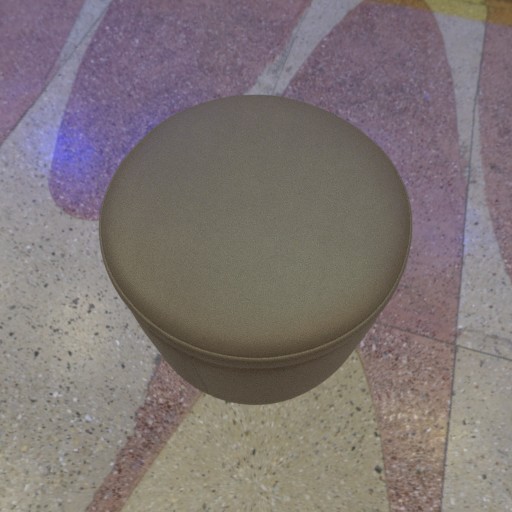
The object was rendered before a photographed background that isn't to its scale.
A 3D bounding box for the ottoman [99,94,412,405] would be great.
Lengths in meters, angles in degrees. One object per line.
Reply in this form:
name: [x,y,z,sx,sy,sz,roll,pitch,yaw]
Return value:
ottoman: [0.000,0.000,0.856,0.500,0.409,0.500,0,63,0]
